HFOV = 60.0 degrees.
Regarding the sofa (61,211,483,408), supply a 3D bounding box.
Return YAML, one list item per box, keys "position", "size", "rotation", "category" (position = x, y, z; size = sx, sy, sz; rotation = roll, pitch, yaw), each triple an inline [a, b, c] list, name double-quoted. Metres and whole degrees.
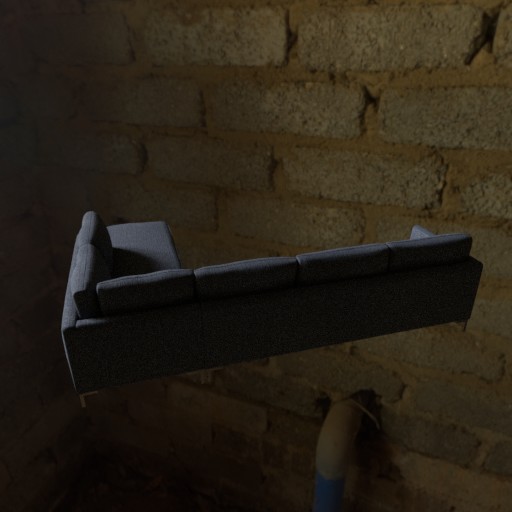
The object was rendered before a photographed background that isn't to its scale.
- position: [0.000, 0.000, 3.813]
  size: [2.949, 0.815, 2.007]
  rotation: [-7, 27, -15]
  category: "sofa"
